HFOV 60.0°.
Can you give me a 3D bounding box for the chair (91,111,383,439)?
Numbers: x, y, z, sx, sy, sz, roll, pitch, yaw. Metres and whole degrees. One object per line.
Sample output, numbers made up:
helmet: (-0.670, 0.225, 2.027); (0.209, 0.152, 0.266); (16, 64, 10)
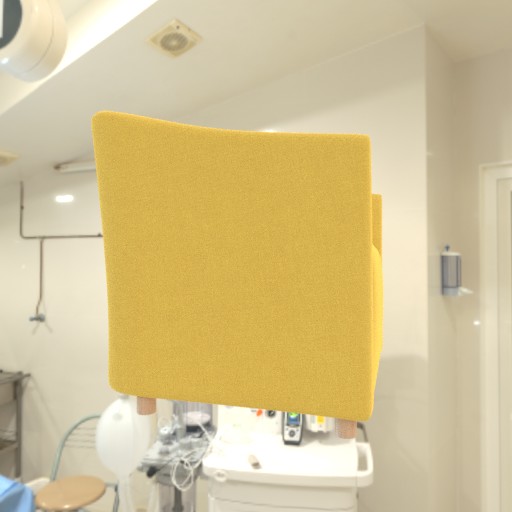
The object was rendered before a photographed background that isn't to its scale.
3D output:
chair: (0.000, 0.000, 1.285); (0.700, 0.720, 0.790); (0, -1, 17)
